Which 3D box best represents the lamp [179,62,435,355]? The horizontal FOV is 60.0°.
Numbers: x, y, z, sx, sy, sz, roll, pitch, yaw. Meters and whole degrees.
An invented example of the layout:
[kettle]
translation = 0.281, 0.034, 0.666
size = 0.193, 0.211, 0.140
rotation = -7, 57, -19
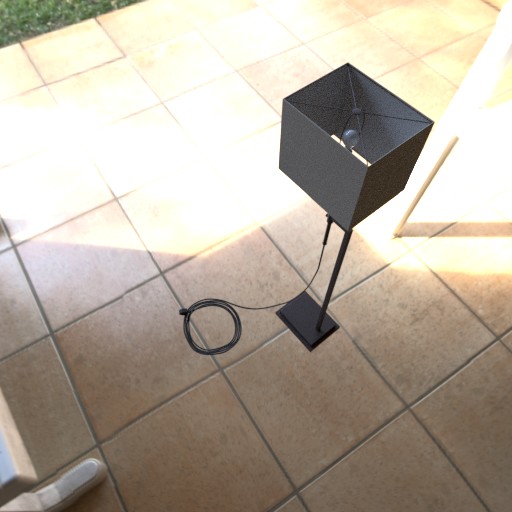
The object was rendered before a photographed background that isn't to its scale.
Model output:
[lamp]
translation = 0.000, 0.000, 1.985
size = 0.774, 1.600, 0.698
rotation = -35, 65, -19
